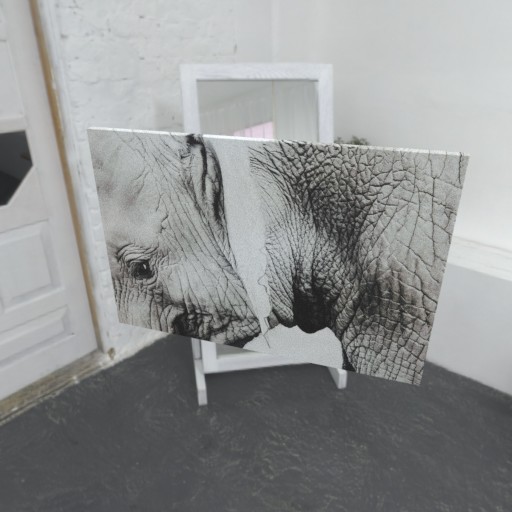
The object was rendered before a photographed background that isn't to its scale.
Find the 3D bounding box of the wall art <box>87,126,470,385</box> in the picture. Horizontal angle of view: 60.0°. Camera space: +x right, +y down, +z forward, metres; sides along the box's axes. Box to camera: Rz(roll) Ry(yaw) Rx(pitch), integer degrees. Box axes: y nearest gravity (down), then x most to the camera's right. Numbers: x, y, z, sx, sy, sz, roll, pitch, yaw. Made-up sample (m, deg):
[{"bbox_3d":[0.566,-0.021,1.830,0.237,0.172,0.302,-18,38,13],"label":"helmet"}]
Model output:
[{"bbox_3d":[0.000,0.000,1.456,1.141,0.758,0.035,8,28,16],"label":"wall art"}]
